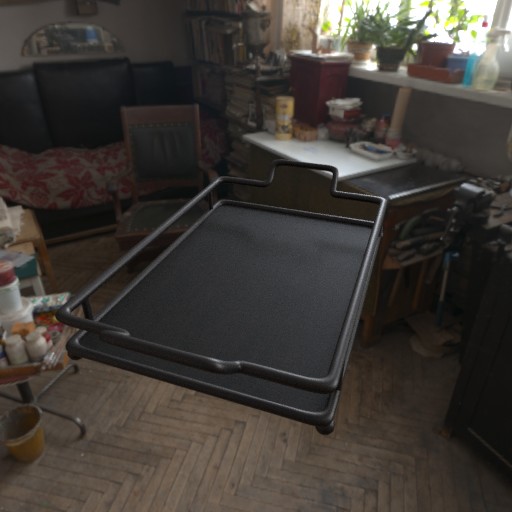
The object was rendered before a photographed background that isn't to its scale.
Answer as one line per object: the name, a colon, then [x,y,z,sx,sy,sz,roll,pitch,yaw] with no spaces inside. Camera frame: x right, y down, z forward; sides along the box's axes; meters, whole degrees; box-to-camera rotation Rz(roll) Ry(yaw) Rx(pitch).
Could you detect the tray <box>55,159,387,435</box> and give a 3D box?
tray: [0.000,0.000,0.587,0.297,0.101,0.495,11,33,17]
